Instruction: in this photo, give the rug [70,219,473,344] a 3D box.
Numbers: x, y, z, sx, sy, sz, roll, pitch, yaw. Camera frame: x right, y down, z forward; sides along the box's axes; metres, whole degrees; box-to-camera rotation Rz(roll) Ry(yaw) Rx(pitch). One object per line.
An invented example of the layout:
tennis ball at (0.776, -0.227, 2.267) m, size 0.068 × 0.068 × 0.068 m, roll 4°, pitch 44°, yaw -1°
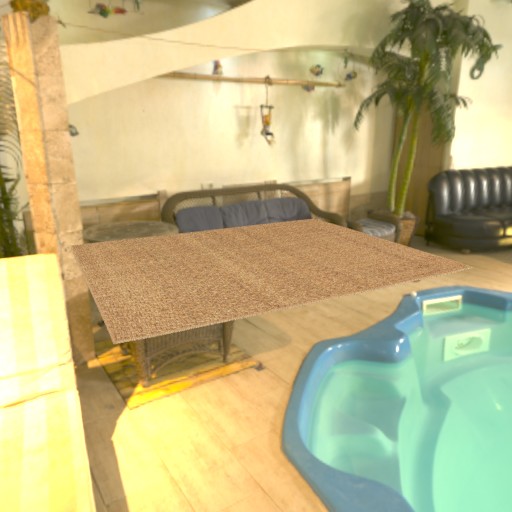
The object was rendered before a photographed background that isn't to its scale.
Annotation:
rug at (0.000, 0.000, 4.172) m, size 3.048 × 0.013 × 2.439 m, roll -8°, pitch 18°, yaw -26°
